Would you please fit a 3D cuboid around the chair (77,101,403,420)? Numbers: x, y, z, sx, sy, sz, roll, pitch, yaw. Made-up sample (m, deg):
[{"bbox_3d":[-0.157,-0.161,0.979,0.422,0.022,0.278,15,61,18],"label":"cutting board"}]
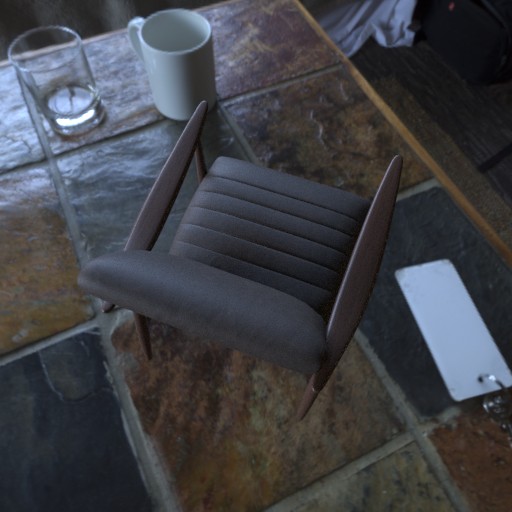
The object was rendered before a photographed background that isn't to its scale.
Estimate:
[{"bbox_3d":[0.000,0.000,1.433,0.741,0.831,0.798,18,64,9],"label":"chair"}]
